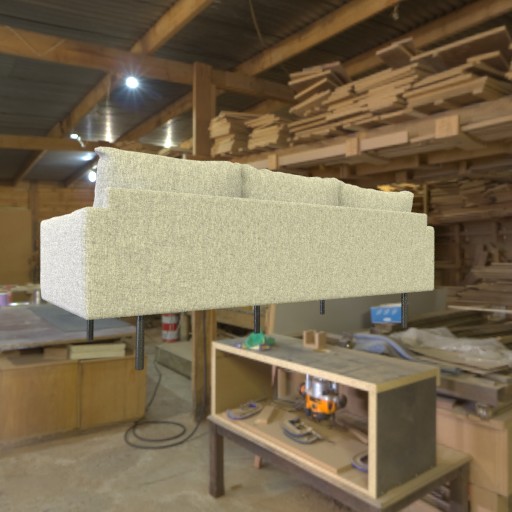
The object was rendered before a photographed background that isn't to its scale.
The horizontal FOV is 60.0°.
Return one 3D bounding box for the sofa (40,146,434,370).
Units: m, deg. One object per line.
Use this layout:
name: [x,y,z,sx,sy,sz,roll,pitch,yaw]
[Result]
sofa: [0.000,0.000,2.387,2.000,0.830,0.850,0,1,-35]
